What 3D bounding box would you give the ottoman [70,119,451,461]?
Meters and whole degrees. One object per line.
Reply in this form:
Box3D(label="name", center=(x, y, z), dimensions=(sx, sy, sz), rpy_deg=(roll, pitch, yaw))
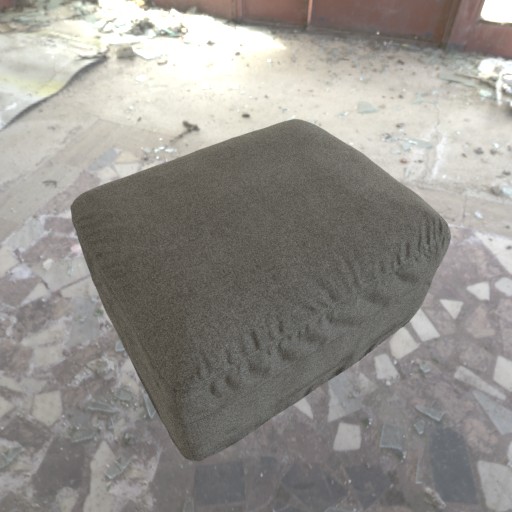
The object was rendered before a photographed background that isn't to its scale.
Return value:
Box3D(label="ottoman", center=(0.000, 0.000, 1.256), dimensions=(0.837, 0.481, 0.683), rpy_deg=(-26, 53, -22))
